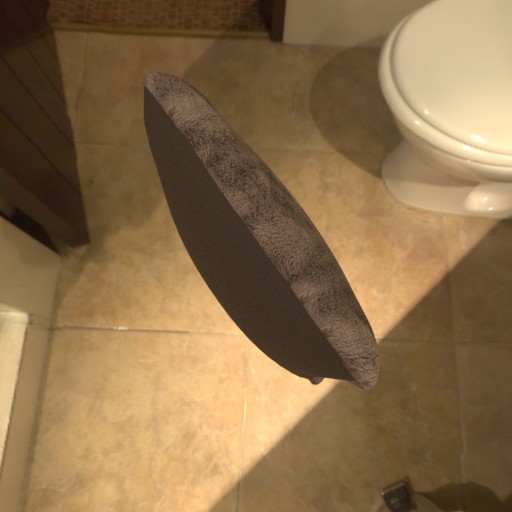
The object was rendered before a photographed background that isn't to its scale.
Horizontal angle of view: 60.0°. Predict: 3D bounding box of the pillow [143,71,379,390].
[{"bbox_3d":[0.000,0.000,0.800,0.204,0.520,0.522,-34,77,-9],"label":"pillow"}]
